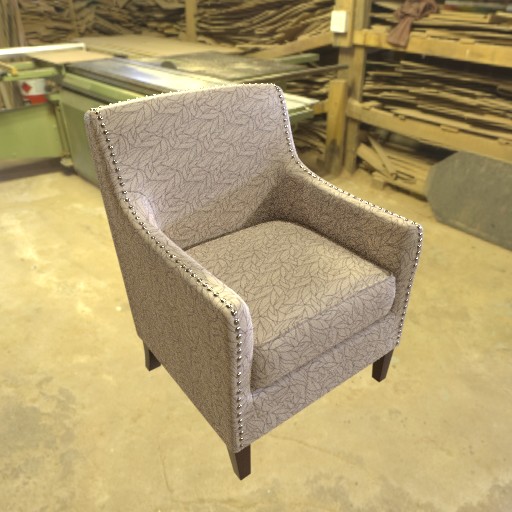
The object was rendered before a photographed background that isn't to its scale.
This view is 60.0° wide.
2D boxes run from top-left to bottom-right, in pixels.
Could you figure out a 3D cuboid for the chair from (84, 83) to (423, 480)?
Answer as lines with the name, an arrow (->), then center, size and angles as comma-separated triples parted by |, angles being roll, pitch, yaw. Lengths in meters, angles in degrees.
chair -> 0.000, 0.000, 1.258 | 0.623, 0.816, 0.651 | -21, 37, -31
